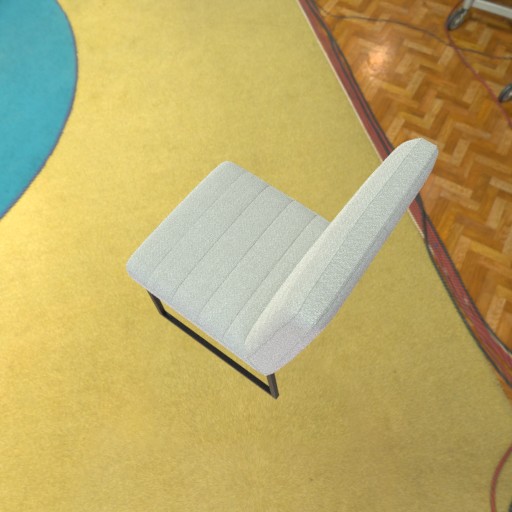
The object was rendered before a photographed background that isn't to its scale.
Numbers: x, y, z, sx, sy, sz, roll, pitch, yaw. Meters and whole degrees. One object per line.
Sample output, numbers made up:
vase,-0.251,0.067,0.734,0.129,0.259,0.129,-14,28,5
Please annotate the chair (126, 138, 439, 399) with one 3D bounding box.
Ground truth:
chair,0.000,0.000,1.330,0.634,0.930,0.520,33,67,16
